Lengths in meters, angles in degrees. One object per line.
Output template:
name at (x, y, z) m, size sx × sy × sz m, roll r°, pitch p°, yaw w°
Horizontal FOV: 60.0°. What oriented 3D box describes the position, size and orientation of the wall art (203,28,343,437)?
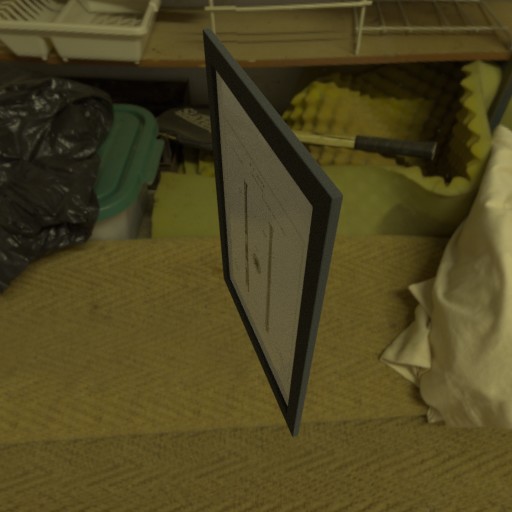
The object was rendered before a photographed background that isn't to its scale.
wall art at (0.000, 0.000, 0.676) m, size 0.012 × 0.529 × 0.374 m, roll -16°, pitch 50°, yaw -14°
